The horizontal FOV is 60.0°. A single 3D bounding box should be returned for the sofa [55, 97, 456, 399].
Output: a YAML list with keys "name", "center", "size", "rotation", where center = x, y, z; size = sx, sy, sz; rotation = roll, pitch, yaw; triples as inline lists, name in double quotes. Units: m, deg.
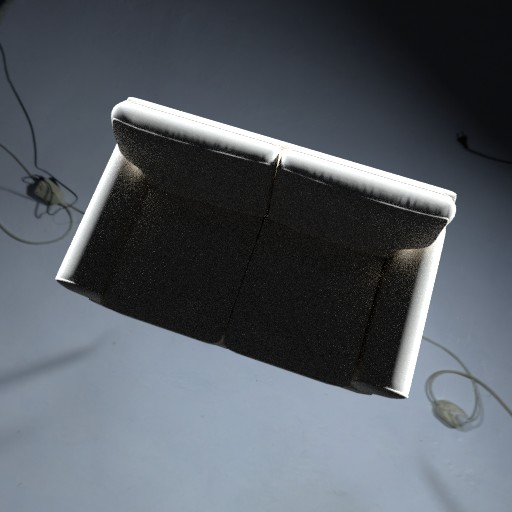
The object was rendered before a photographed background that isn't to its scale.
- name: "sofa"
  center: [0.000, 0.000, 2.294]
  size: [1.727, 0.940, 0.991]
  rotation: [18, 76, 5]
